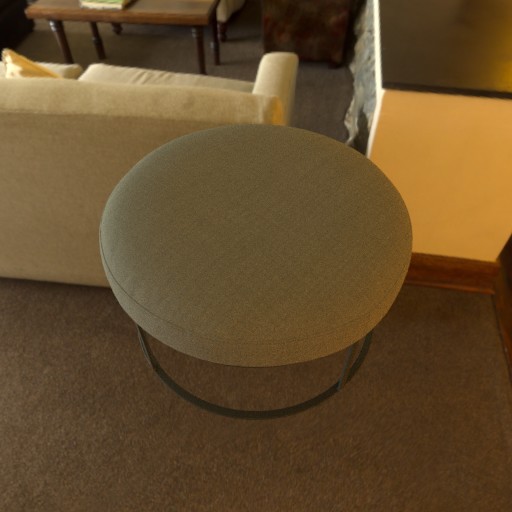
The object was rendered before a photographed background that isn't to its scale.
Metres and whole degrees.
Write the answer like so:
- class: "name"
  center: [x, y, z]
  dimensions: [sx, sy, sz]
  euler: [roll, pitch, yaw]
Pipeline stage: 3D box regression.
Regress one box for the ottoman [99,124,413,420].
- class: "ottoman"
  center: [0.000, 0.000, 1.223]
  dimensions: [0.772, 0.460, 0.772]
  euler: [0, 48, 0]
